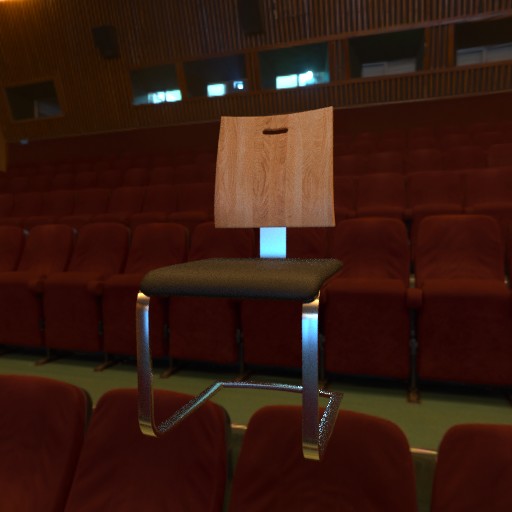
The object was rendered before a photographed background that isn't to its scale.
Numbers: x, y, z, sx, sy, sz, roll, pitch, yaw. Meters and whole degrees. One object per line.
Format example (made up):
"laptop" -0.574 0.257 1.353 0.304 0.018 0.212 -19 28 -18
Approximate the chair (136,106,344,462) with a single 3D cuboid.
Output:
"chair" 0.000 0.000 1.270 0.462 0.936 0.560 0 2 17
